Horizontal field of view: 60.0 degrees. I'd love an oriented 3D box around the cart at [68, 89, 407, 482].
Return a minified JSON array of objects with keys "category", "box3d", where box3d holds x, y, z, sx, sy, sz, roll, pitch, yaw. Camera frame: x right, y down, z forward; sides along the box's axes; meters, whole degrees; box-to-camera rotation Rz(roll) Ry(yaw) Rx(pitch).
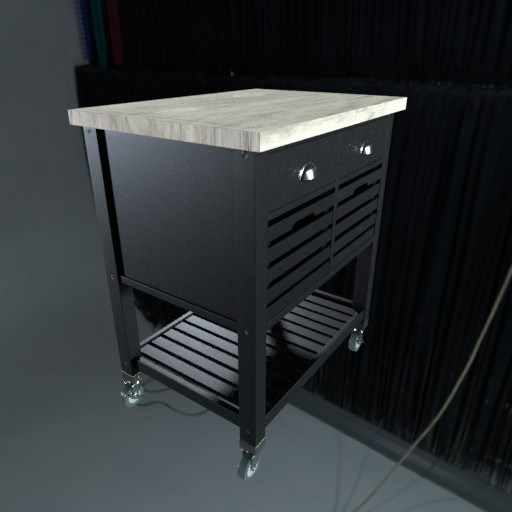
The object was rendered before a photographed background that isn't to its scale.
[{"category":"cart","box3d":[0.000,0.000,1.403,0.567,0.920,0.797,17,30,32]}]
